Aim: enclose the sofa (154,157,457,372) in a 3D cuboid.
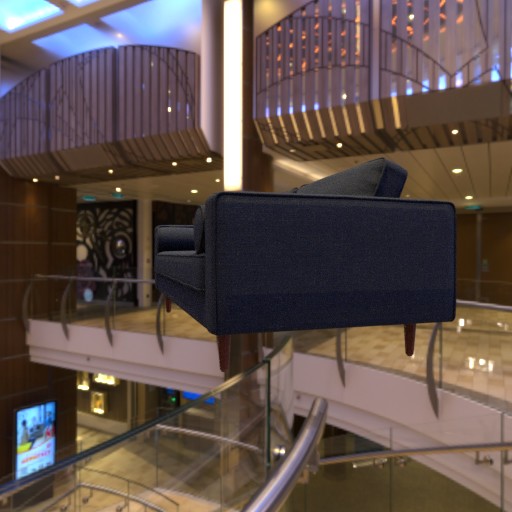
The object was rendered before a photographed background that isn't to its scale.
[{"bbox_3d":[0.000,0.000,2.324,0.914,0.762,1.880,0,0,-18],"label":"sofa"}]
